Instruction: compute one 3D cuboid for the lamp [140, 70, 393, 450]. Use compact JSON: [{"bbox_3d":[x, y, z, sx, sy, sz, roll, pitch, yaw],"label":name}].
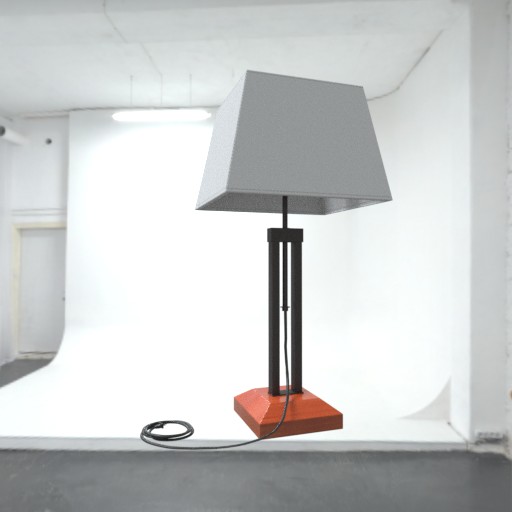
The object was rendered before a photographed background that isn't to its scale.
[{"bbox_3d":[0.000,0.000,0.986,0.498,0.737,0.310,0,-1,-18],"label":"lamp"}]
